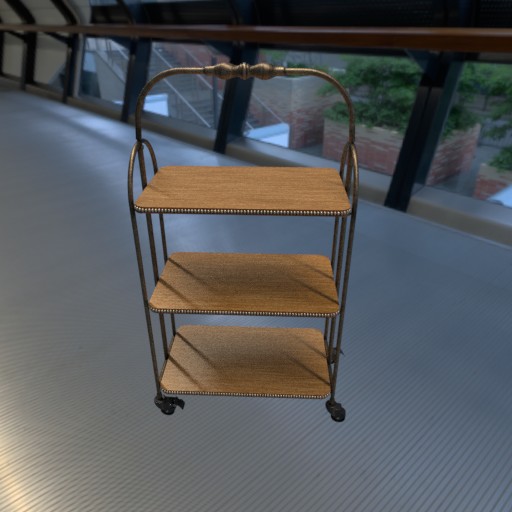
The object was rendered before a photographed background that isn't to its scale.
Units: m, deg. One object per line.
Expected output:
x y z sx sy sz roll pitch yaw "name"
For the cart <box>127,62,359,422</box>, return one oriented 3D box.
0.000 0.000 1.308 0.650 1.052 0.330 1 29 2 "cart"
